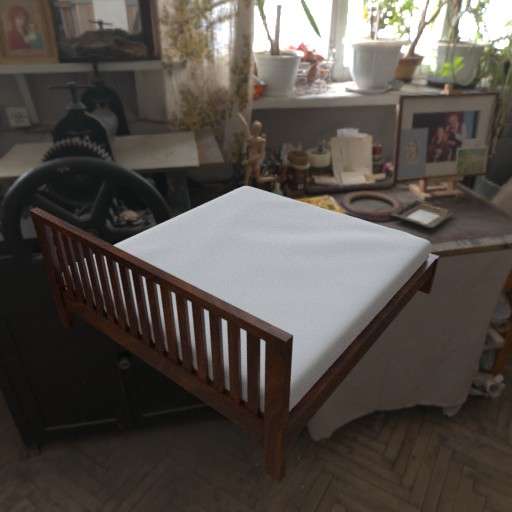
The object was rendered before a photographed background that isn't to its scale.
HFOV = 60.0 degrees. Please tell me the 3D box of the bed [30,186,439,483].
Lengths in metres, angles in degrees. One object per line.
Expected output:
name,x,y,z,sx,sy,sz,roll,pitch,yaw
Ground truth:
bed,0.000,0.000,3.095,1.905,0.890,2.030,22,37,32
